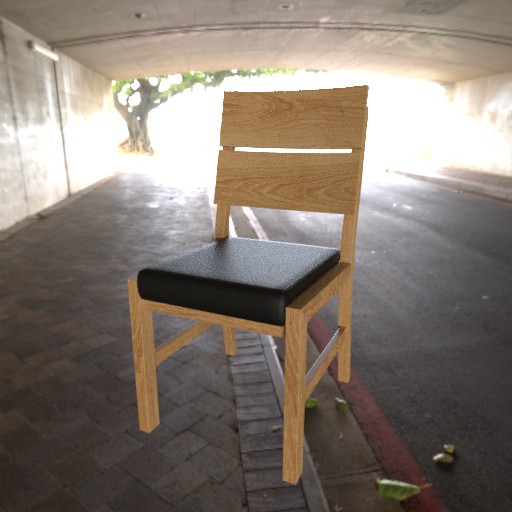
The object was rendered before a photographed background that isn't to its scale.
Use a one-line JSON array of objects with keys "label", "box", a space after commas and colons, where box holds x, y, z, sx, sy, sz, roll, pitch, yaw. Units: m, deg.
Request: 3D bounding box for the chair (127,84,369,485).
[{"label": "chair", "box": [0.000, 0.000, 1.276, 0.475, 0.950, 0.569, 7, 17, 25]}]
